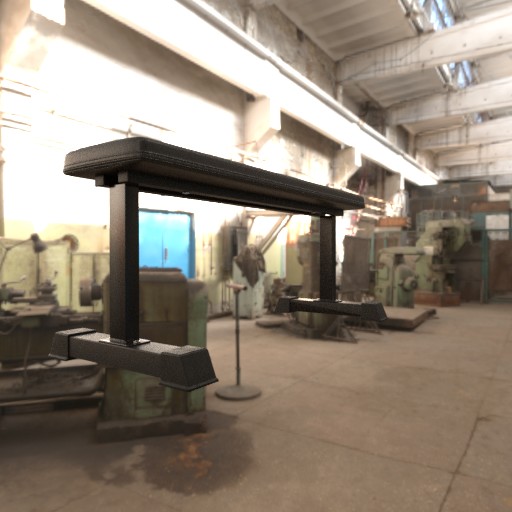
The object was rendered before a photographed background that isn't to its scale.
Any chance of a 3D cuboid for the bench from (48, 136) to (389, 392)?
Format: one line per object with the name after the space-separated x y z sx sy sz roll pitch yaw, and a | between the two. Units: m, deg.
0.000 0.000 1.288 0.439 0.453 1.072 0 1 35 | bench
